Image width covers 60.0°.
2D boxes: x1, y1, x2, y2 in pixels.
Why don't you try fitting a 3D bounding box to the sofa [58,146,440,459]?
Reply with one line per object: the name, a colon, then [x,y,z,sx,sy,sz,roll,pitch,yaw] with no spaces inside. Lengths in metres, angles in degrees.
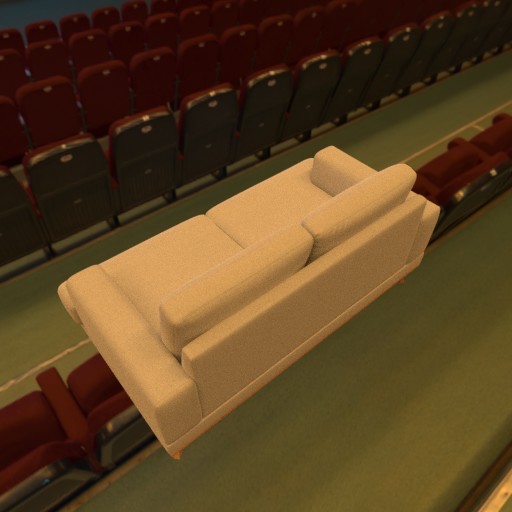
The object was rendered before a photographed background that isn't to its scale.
sofa: [0.000,0.000,2.133,1.651,0.810,0.915,-31,53,-27]
